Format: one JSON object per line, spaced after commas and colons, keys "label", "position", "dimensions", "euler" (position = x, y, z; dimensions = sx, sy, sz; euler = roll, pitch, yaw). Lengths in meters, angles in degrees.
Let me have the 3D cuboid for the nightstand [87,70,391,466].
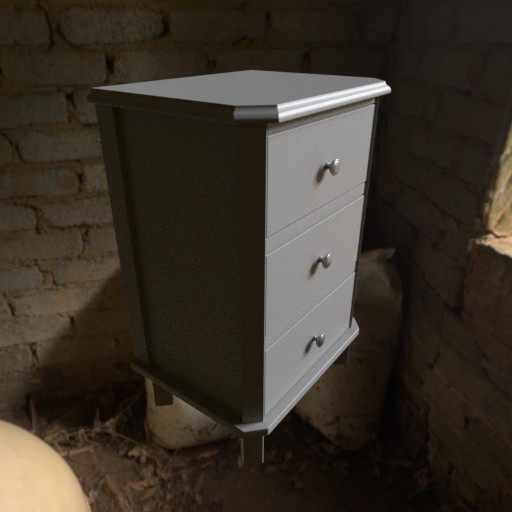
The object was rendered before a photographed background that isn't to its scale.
{"label": "nightstand", "position": [0.000, 0.000, 0.933], "dimensions": [0.350, 0.680, 0.450], "euler": [19, 33, 32]}
